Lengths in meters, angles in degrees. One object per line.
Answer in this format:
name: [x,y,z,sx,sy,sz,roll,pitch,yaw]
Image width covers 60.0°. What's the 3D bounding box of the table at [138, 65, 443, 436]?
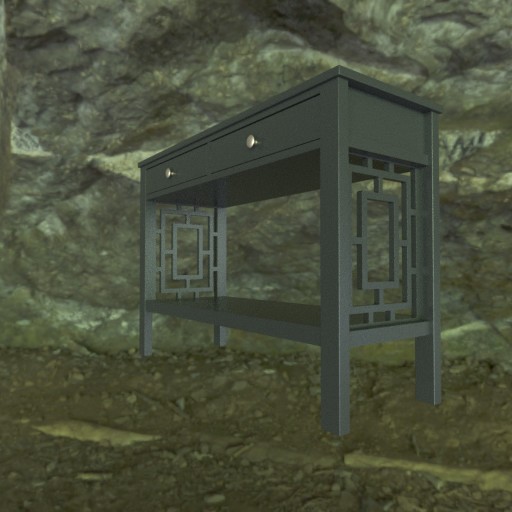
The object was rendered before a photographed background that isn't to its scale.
table: [0.000,0.000,1.430,0.397,0.753,1.068,1,-2,-37]
